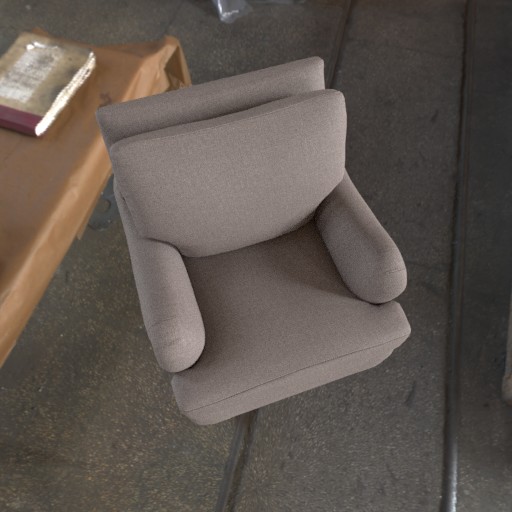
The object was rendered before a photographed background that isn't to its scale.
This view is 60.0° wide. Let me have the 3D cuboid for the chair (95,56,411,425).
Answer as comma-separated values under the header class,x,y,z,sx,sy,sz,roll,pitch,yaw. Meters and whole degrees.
class,x,y,z,sx,sy,sz,roll,pitch,yaw
chair,0.000,0.000,1.829,0.955,1.038,1.070,-17,64,-9
